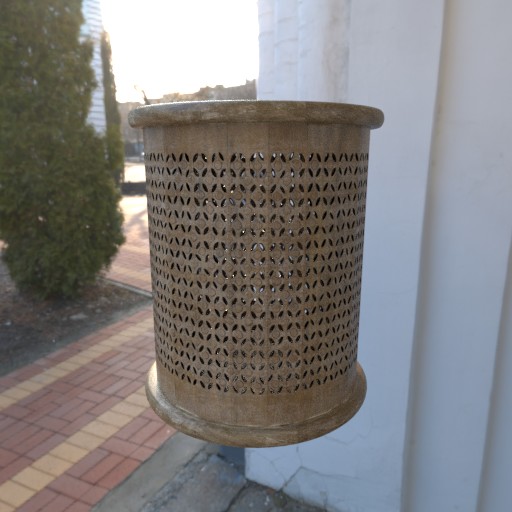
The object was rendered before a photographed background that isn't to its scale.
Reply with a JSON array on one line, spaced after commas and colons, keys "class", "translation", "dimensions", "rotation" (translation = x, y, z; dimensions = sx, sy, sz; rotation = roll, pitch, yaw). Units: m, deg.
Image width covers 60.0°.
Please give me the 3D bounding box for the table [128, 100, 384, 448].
[{"class": "table", "translation": [0.000, 0.000, 0.783], "dimensions": [0.407, 0.482, 0.407], "rotation": [0, 13, 0]}]
